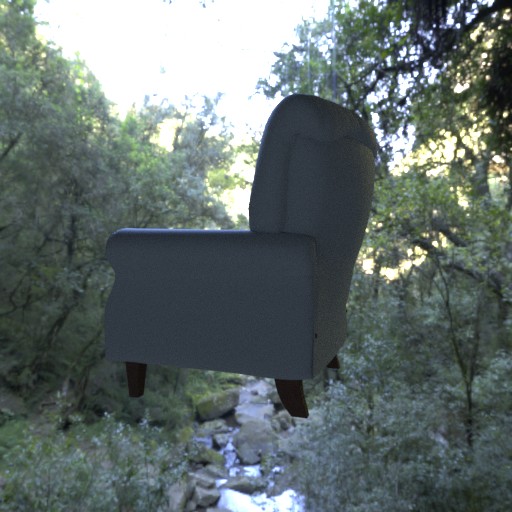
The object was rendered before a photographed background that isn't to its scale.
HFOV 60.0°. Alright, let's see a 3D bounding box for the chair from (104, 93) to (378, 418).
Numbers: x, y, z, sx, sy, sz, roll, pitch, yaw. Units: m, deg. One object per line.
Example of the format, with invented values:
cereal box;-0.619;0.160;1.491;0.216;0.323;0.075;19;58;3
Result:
chair;0.000;0.000;2.148;1.128;1.217;1.090;0;0;20
